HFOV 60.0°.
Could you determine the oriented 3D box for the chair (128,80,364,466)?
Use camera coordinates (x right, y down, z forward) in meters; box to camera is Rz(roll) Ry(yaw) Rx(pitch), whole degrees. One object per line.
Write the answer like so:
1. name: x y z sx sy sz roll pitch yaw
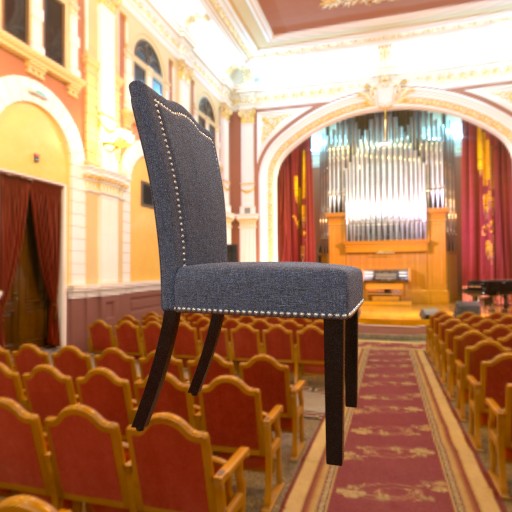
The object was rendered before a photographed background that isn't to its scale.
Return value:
1. chair: 0.000 0.000 1.294 0.589 0.946 0.518 0 -2 17
